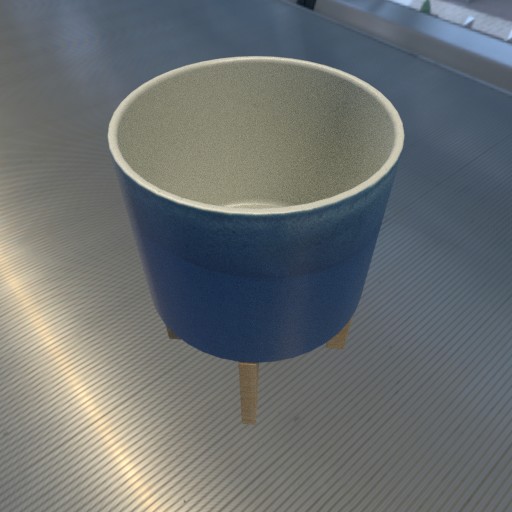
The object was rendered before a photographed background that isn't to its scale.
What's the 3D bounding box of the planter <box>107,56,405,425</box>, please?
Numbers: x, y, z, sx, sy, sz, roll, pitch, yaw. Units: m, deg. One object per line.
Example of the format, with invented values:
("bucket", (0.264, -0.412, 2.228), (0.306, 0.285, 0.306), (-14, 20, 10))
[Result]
("planter", (0.000, 0.000, 0.533), (0.261, 0.367, 0.261), (0, 47, 0))
